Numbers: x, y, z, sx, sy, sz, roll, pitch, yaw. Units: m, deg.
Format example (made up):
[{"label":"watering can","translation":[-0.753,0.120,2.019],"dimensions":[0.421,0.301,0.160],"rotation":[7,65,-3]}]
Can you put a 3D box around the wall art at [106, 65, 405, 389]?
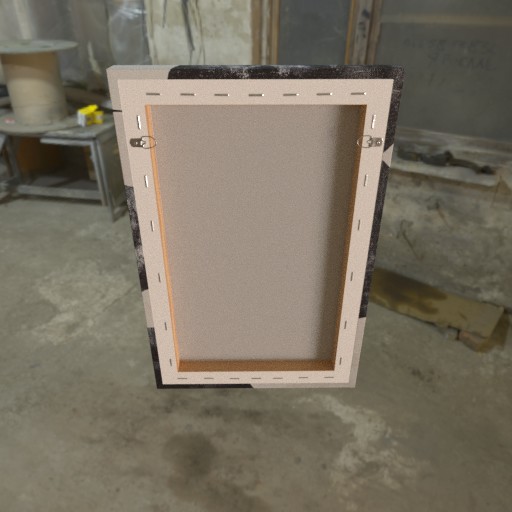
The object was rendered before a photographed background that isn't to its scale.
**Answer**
[{"label":"wall art","translation":[0.000,0.000,0.771],"dimensions":[0.407,0.610,0.039],"rotation":[0,31,-1]}]
